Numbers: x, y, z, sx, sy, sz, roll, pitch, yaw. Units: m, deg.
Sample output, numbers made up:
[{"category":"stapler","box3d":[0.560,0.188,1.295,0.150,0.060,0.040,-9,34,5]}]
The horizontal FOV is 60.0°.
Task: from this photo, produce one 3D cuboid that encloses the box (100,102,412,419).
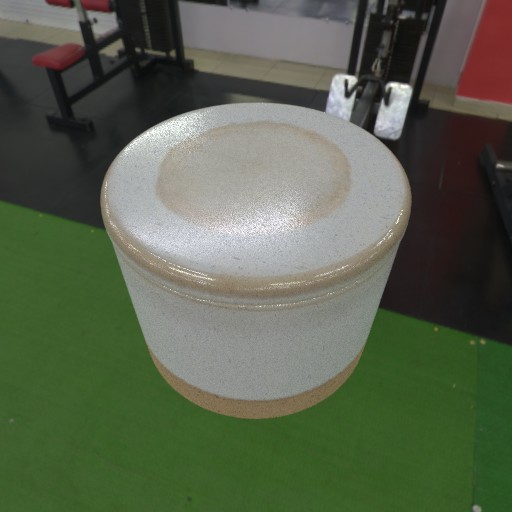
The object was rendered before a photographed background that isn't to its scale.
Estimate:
[{"category":"box","box3d":[0.000,0.000,0.265,0.154,0.123,0.154,0,45,0]}]
